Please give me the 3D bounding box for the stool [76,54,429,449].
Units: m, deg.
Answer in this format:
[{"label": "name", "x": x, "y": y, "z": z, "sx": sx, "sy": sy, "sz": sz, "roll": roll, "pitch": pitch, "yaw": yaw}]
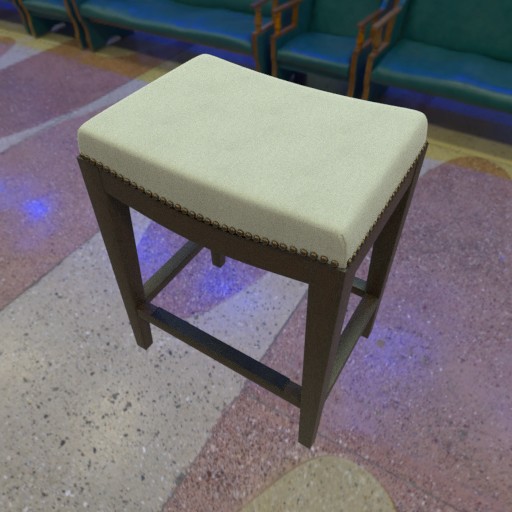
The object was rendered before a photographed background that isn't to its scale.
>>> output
[{"label": "stool", "x": 0.000, "y": 0.000, "z": 0.934, "sx": 0.500, "sy": 0.642, "sz": 0.361, "roll": 24, "pitch": 51, "yaw": 21}]
